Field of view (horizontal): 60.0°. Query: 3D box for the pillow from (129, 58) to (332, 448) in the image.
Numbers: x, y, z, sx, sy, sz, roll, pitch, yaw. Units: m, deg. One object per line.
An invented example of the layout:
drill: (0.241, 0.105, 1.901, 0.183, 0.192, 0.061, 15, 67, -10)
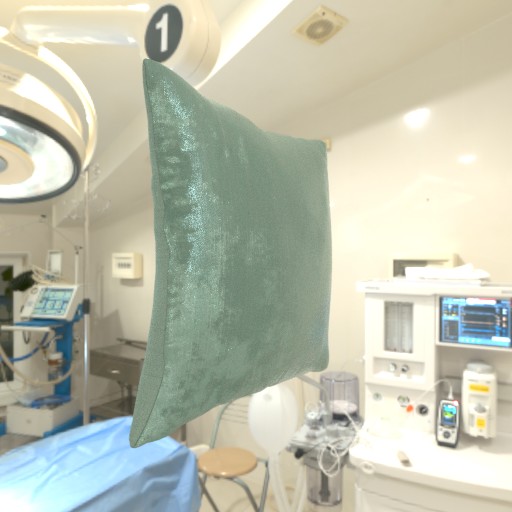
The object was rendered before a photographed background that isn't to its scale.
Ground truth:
pillow: (0.000, 0.000, 0.709, 0.175, 0.464, 0.470, 0, 0, 36)
